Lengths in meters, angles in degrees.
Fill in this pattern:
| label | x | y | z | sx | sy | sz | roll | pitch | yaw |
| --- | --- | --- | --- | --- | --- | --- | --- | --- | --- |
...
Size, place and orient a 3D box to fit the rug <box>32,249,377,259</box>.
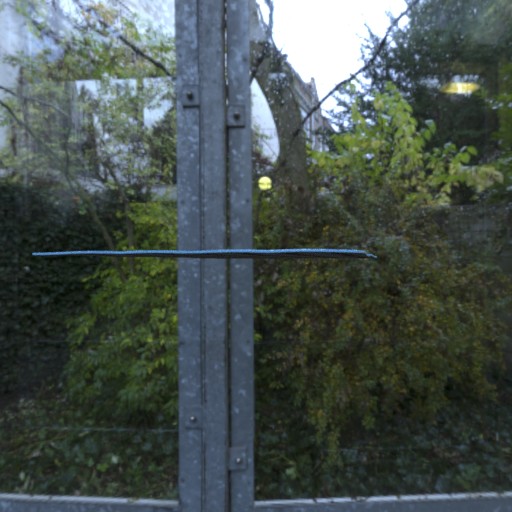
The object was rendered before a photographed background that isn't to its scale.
| label | x | y | z | sx | sy | sz | roll | pitch | yaw |
| --- | --- | --- | --- | --- | --- | --- | --- | --- | --- |
| rug | 0.000 | 0.000 | 2.351 | 1.195 | 0.014 | 1.847 | 0 | -1 | 17 |
